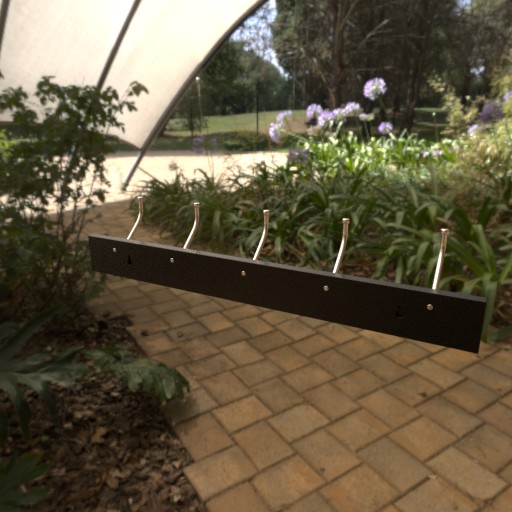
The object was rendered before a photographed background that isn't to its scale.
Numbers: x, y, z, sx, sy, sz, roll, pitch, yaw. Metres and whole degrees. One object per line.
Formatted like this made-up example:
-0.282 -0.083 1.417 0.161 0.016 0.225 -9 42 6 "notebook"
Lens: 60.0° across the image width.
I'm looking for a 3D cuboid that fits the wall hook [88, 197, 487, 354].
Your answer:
0.000 0.000 0.611 0.571 0.117 0.071 9 19 27 "wall hook"
